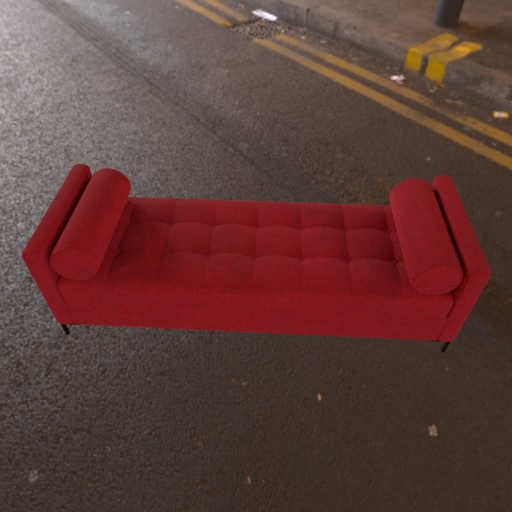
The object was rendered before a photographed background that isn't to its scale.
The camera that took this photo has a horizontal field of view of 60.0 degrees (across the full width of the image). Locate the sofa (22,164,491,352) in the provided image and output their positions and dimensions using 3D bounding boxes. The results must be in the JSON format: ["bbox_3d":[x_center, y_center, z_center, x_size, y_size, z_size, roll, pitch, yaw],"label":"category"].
[{"bbox_3d":[0.000,0.000,2.299,1.981,0.635,0.686,2,46,2],"label":"sofa"}]
